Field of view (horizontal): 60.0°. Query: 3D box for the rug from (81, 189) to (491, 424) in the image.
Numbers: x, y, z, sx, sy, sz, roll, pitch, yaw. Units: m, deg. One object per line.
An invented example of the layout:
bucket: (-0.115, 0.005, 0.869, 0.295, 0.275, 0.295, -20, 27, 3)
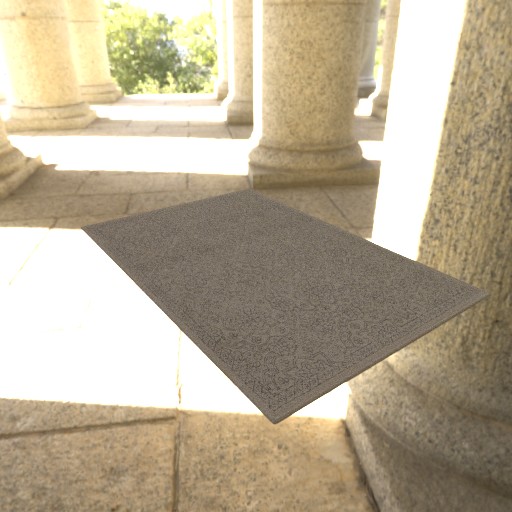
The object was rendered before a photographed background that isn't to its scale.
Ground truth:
rug: (0.000, 0.000, 2.839, 1.524, 0.011, 2.286, -18, 32, -32)
